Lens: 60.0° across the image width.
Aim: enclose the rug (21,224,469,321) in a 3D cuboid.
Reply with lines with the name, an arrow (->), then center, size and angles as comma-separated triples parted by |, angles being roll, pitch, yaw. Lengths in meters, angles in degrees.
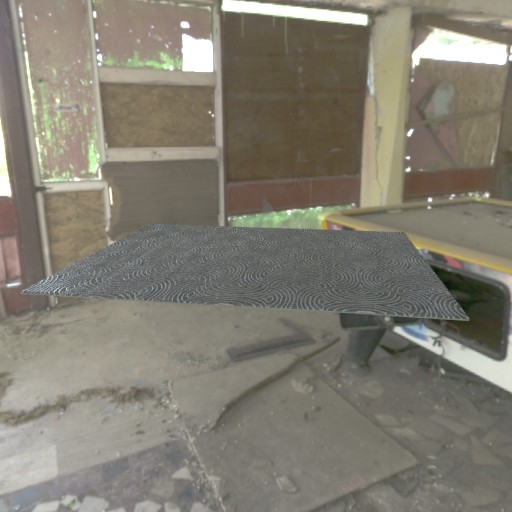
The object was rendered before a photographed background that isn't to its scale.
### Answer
rug -> 0.000, 0.000, 4.114 | 3.042, 0.021, 2.456 | 2, 16, 9
